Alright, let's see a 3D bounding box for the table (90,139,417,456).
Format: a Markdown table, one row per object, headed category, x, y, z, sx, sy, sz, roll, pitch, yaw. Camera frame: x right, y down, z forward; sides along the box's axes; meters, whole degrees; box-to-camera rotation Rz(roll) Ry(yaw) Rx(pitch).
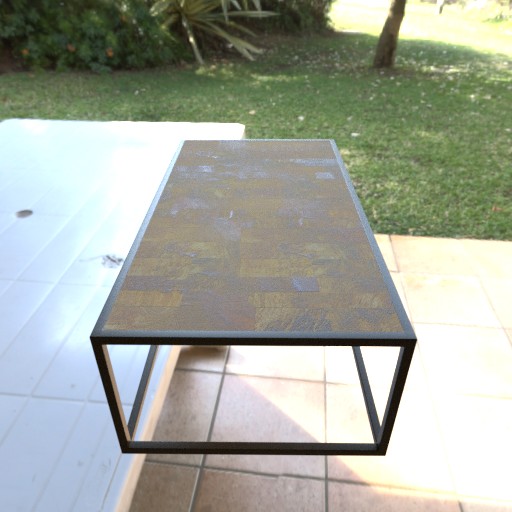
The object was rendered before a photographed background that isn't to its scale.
| category | x | y | z | sx | sy | sz | roll | pitch | yaw |
| --- | --- | --- | --- | --- | --- | --- | --- | --- | --- |
| table | 0.000 | 0.000 | 1.484 | 0.649 | 0.398 | 1.199 | 0 | 33 | 0 |
